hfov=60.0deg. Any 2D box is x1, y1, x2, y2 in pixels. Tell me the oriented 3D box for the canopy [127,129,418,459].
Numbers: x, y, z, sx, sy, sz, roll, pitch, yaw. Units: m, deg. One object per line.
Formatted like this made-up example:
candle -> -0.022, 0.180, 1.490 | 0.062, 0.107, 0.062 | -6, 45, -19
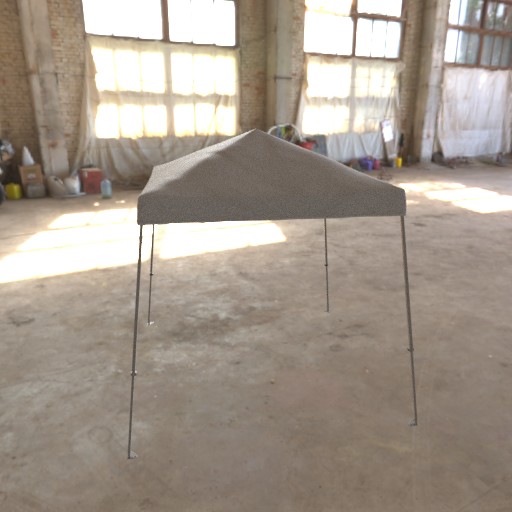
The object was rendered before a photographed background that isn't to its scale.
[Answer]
canopy -> 0.000, 0.000, 5.168 | 2.848, 2.849, 2.849 | -3, 18, -9
